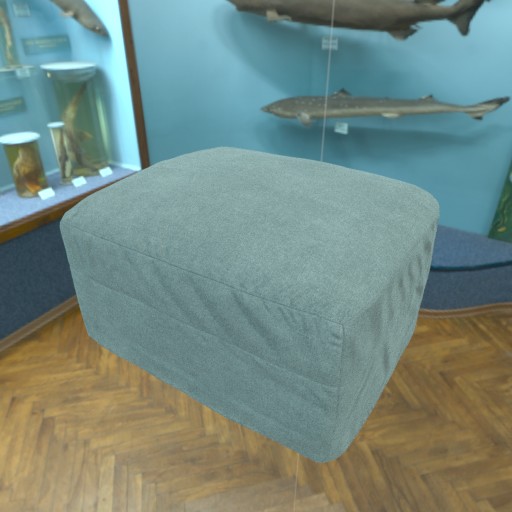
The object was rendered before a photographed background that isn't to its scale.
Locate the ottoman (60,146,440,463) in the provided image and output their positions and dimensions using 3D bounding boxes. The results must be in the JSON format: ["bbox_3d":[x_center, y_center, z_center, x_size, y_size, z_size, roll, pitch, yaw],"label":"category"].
[{"bbox_3d":[0.000,0.000,1.233,0.837,0.481,0.683,19,36,28],"label":"ottoman"}]
